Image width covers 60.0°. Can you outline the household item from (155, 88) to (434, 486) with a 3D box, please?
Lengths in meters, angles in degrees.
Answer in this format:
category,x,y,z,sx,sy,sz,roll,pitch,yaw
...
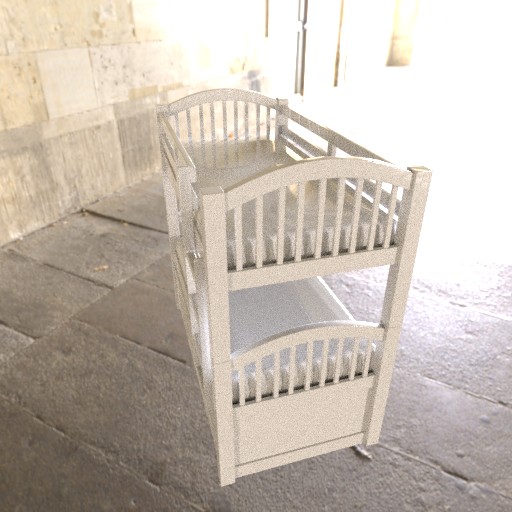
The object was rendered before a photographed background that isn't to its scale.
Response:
category,x,y,z,sx,sy,sz,roll,pitch,yaw
household item,0.000,0.000,3.243,1.143,2.032,2.032,-8,30,-15
